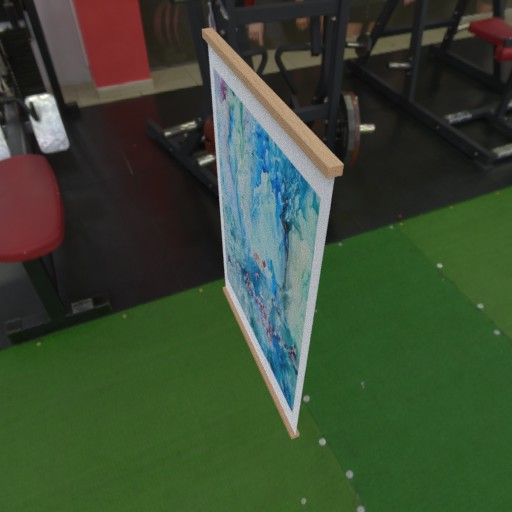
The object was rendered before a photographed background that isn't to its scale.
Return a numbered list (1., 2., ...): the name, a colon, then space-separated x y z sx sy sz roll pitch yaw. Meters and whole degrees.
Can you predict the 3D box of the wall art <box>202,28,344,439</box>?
1. wall art: 0.000 0.000 0.636 0.013 0.510 0.335 -16 47 -15
